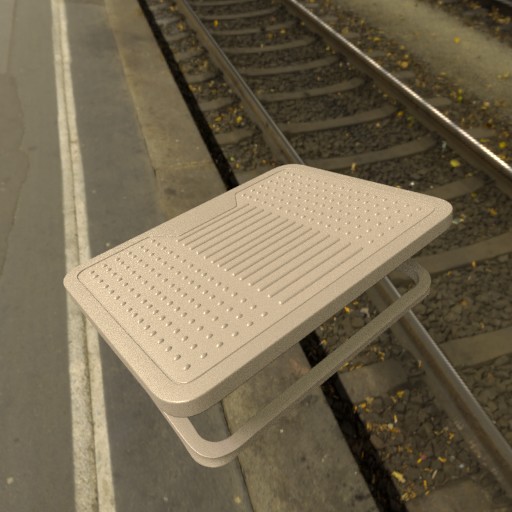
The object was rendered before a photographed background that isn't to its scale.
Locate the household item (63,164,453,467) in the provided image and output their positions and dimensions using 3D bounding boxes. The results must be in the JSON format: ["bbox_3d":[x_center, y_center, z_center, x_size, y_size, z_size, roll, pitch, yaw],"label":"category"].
[{"bbox_3d":[0.000,0.000,0.534,0.390,0.126,0.301,-31,53,-27],"label":"household item"}]
